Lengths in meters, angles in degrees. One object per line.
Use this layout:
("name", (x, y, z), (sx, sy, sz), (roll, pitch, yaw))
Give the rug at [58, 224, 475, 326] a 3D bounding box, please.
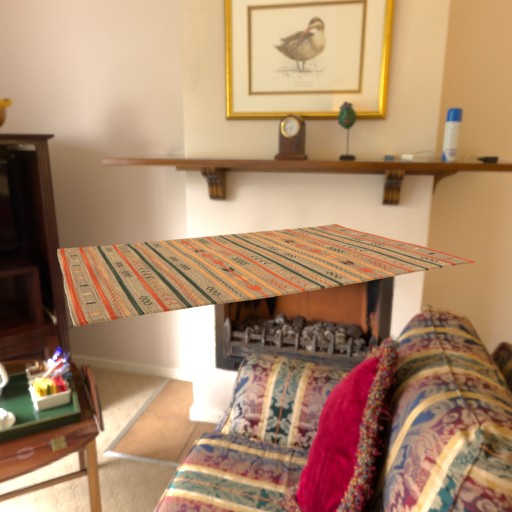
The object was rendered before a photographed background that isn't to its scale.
("rug", (0.000, 0.000, 3.031), (2.439, 0.029, 1.537), (-7, 16, -25))
